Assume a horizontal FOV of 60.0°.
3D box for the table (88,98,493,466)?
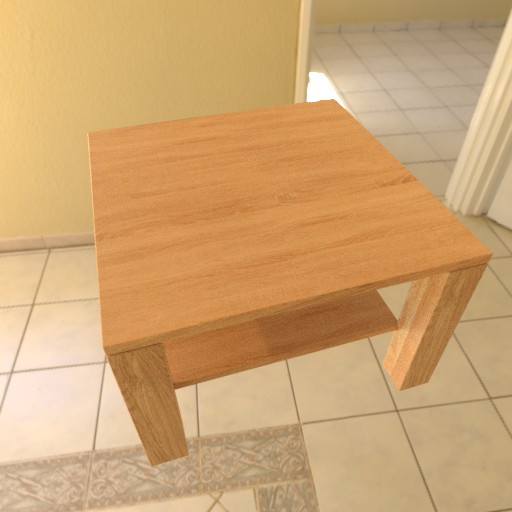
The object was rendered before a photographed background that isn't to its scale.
[{"bbox_3d":[0.000,0.000,1.138,0.700,0.450,0.700,-12,45,-12],"label":"table"}]
